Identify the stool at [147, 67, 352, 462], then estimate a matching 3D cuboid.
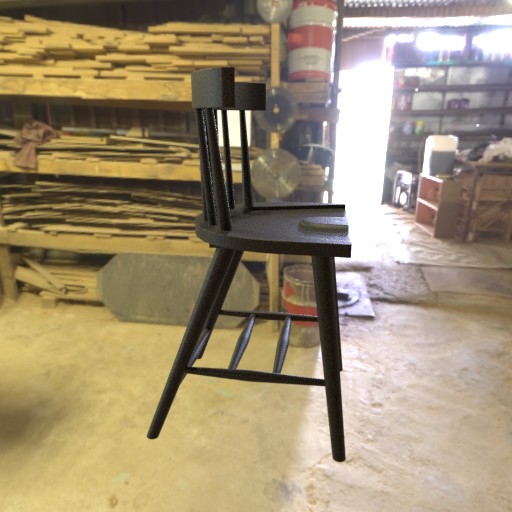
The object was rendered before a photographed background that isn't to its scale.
[{"bbox_3d":[0.000,0.000,1.266,0.549,0.953,0.494,3,18,9],"label":"stool"}]
